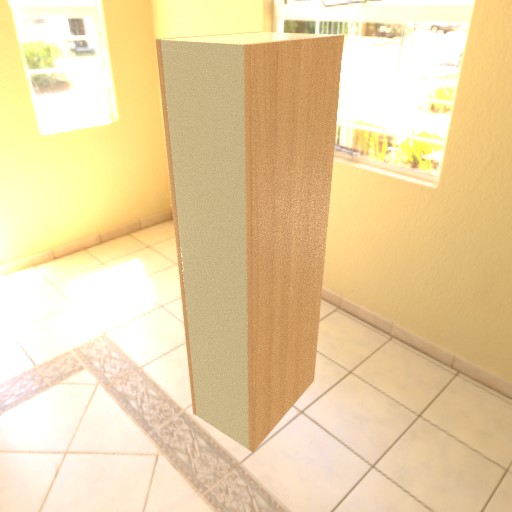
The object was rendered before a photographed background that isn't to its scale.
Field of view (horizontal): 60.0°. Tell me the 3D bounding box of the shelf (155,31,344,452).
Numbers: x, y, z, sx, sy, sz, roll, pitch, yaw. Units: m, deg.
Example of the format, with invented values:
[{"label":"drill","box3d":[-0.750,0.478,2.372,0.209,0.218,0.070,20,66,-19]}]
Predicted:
[{"label":"shelf","box3d":[0.000,0.000,0.993,0.197,0.882,0.290,20,35,31]}]
